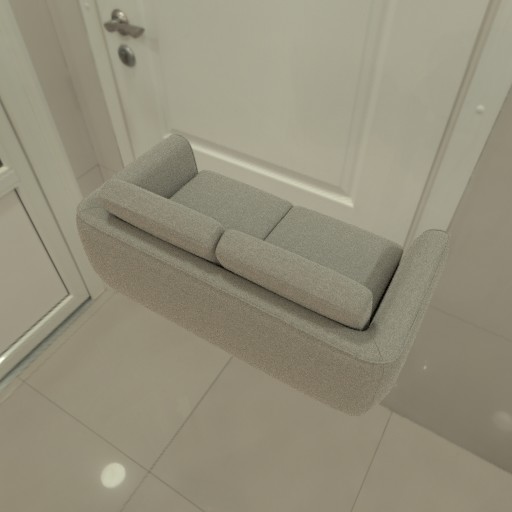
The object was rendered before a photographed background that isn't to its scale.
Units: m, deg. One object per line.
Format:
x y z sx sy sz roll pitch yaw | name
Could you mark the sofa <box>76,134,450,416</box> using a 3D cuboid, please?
0.000 0.000 2.275 1.700 0.850 0.920 24 52 20 | sofa
